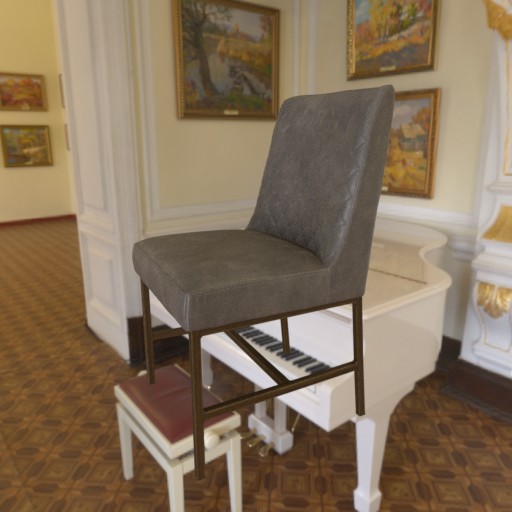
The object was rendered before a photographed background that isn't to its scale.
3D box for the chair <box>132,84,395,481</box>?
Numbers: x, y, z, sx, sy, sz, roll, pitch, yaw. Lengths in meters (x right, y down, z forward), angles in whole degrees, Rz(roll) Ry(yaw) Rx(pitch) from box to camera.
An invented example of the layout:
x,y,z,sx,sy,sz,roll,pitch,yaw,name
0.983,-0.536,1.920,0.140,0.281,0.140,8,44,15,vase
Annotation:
x,y,z,sx,sy,sz,roll,pitch,yaw,name
0.000,0.000,1.227,0.587,0.889,0.508,-7,17,-26,chair
